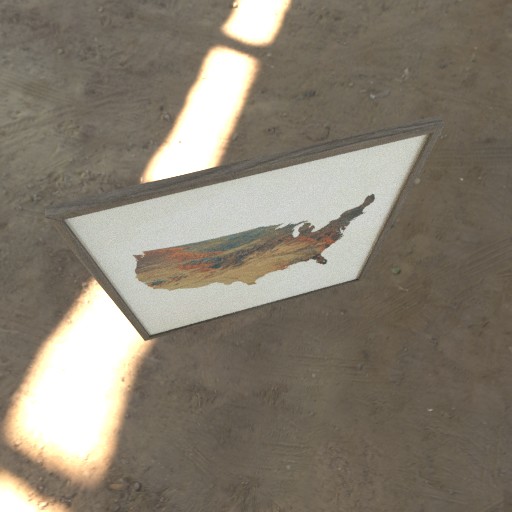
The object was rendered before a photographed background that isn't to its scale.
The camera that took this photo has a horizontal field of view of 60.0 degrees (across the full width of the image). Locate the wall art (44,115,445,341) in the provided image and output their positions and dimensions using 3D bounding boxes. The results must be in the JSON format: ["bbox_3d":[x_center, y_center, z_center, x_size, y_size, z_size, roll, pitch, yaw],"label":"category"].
[{"bbox_3d":[0.000,0.000,0.770,0.508,0.507,0.016,-15,64,-7],"label":"wall art"}]
